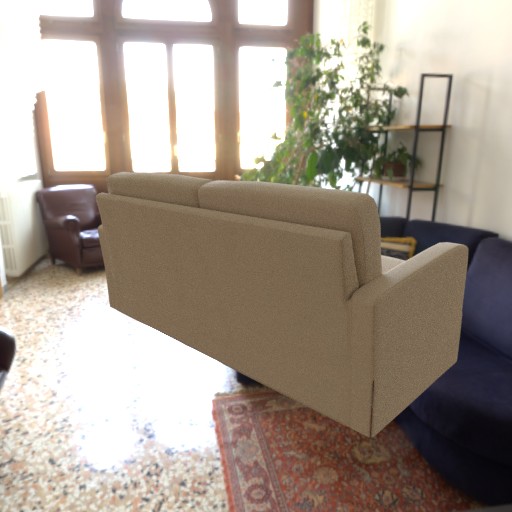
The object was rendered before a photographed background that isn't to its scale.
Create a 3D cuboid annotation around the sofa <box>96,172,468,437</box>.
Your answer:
[{"bbox_3d":[0.000,0.000,2.271,1.808,0.831,0.894,14,20,42],"label":"sofa"}]
